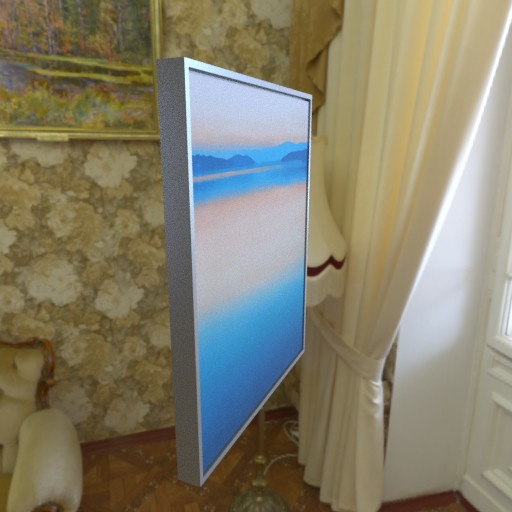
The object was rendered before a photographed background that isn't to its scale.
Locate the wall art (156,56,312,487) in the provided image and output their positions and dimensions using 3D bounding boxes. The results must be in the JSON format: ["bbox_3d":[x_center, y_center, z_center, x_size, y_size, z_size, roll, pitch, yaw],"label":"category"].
[{"bbox_3d":[0.000,0.000,0.753,0.037,0.554,0.453,7,16,24],"label":"wall art"}]
